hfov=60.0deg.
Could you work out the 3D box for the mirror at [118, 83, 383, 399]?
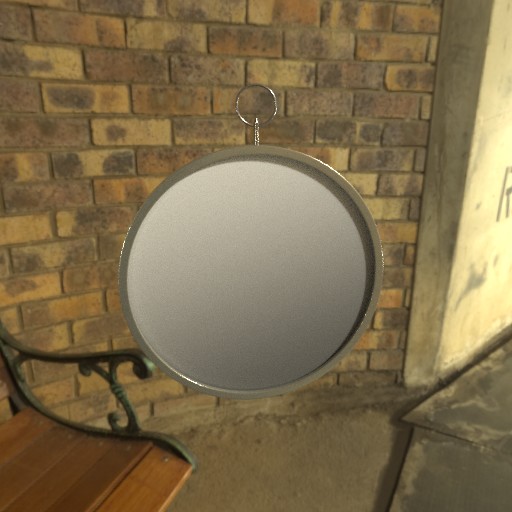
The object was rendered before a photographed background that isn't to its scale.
[{"bbox_3d":[0.000,0.000,0.979,0.594,0.713,0.020,-2,16,-9],"label":"mirror"}]
